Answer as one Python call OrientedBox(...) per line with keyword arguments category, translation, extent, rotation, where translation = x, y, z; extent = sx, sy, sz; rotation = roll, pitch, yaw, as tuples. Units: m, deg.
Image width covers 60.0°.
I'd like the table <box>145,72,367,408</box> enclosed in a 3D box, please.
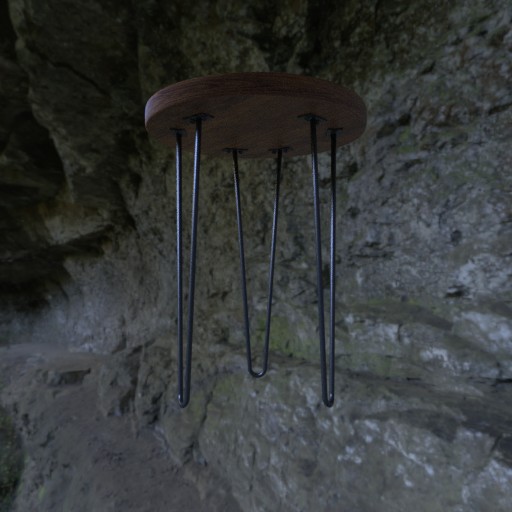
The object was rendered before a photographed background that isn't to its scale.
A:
OrientedBox(category="table", translation=(0.000, 0.000, 0.823), extent=(0.400, 0.520, 0.400), rotation=(0, 0, 0))
